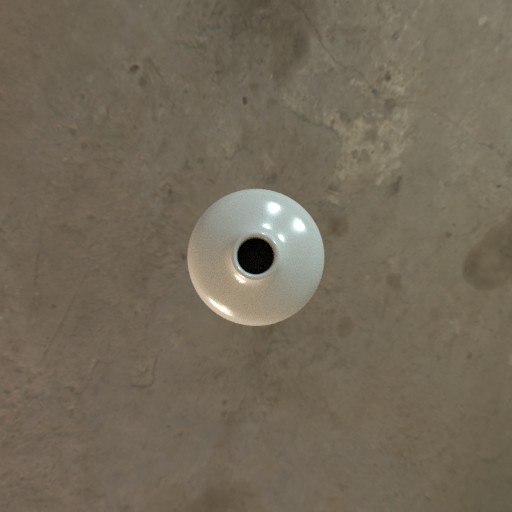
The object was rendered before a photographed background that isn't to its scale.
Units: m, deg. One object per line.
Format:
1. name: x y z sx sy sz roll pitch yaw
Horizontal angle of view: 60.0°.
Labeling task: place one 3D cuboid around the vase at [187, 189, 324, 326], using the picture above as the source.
1. vase: 0.000 0.000 0.381 0.144 0.296 0.144 0 89 0
